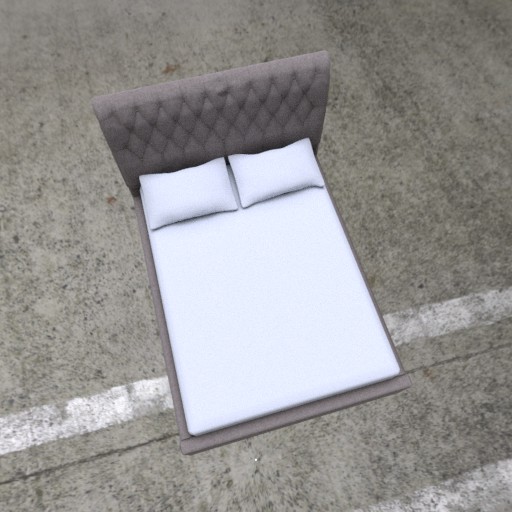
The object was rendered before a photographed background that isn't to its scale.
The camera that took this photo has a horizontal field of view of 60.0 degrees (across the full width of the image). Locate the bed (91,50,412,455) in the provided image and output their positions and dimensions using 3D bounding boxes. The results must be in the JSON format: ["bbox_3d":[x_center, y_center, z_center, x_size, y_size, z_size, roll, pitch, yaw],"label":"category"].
[{"bbox_3d":[0.000,0.000,3.176,1.645,1.371,2.252,-14,66,-6],"label":"bed"}]
